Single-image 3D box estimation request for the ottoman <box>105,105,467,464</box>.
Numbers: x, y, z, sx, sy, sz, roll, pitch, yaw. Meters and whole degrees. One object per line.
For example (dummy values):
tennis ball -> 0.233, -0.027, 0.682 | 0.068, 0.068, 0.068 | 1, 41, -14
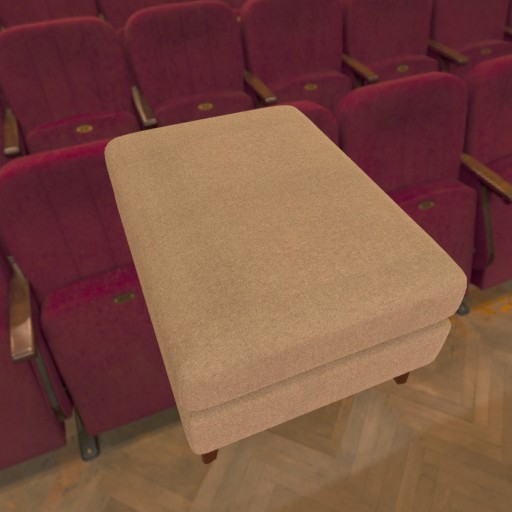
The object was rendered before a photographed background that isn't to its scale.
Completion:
ottoman -> 0.000, 0.000, 1.182 | 0.610, 0.478, 0.823 | -16, 47, -16
